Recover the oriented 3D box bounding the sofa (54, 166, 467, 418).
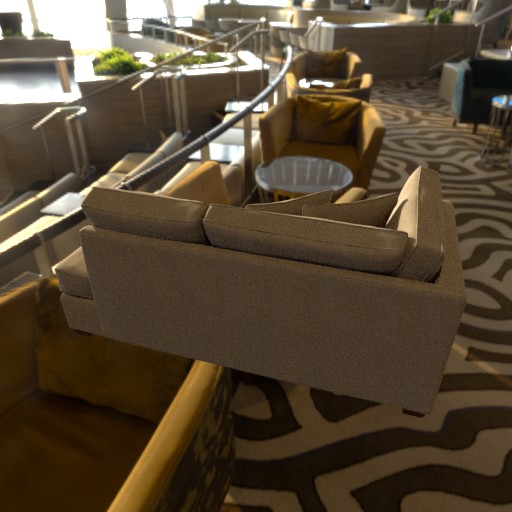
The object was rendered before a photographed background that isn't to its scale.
[{"bbox_3d":[0.000,0.000,2.771,2.238,1.019,1.110,10,33,15],"label":"sofa"}]
